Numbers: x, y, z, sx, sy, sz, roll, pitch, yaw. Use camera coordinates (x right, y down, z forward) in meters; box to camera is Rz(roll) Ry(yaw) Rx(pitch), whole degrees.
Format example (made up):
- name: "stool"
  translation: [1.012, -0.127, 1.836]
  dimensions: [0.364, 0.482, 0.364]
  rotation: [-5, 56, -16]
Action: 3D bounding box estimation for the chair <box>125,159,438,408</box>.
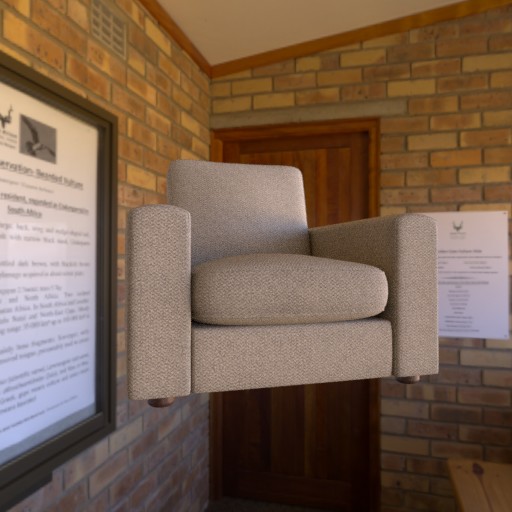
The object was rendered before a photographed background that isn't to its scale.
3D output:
- name: "chair"
  translation: [0.000, 0.000, 1.780]
  dimensions: [1.005, 0.873, 1.016]
  rotation: [0, -1, -17]
